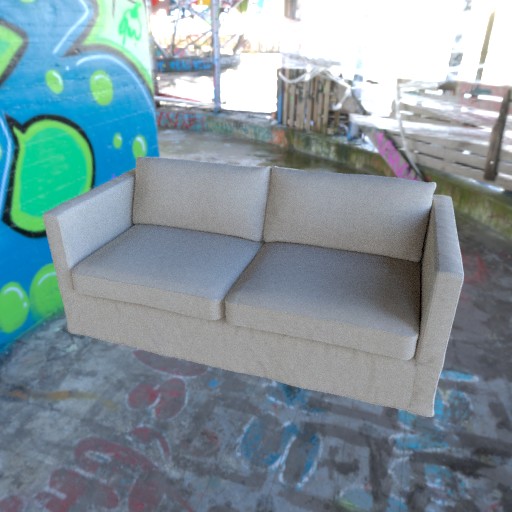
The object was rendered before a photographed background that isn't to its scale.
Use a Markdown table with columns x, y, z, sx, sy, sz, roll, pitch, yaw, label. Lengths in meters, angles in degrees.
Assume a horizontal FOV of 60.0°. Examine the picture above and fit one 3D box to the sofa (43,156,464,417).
| x | y | z | sx | sy | sz | roll | pitch | yaw | label |
| --- | --- | --- | --- | --- | --- | --- | --- | --- | --- |
| 0.000 | 0.000 | 2.404 | 1.959 | 0.835 | 0.962 | 9 | 29 | 16 | sofa |
